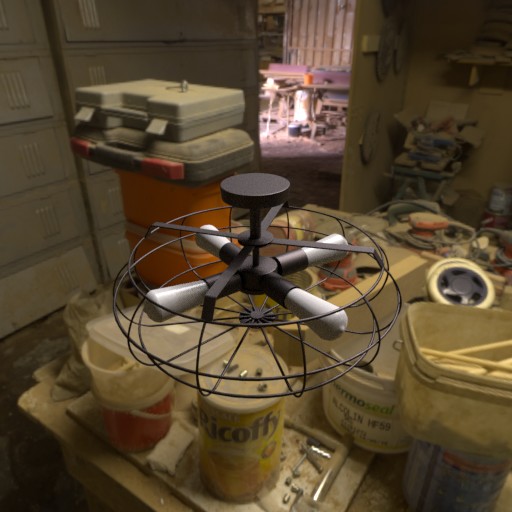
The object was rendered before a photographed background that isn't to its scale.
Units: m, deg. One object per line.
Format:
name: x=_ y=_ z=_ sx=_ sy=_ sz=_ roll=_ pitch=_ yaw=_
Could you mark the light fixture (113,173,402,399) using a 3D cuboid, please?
light fixture: x=0.000 y=0.000 z=0.906 sx=0.582 sy=0.311 sz=0.582 roll=0 pitch=27 yaw=0
